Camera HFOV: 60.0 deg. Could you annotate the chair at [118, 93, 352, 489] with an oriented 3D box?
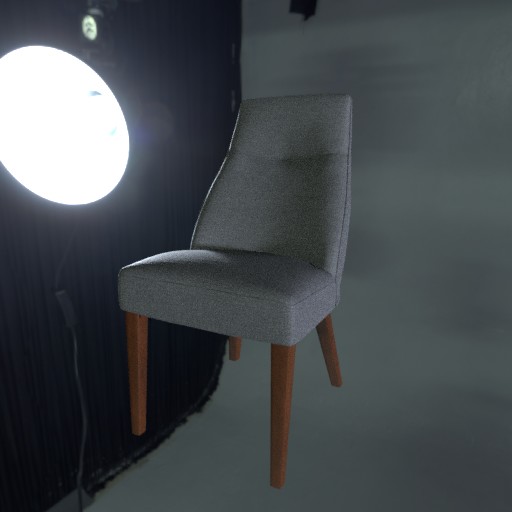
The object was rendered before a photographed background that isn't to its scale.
[{"bbox_3d":[0.000,0.000,1.280,0.500,0.930,0.620,7,16,27],"label":"chair"}]
